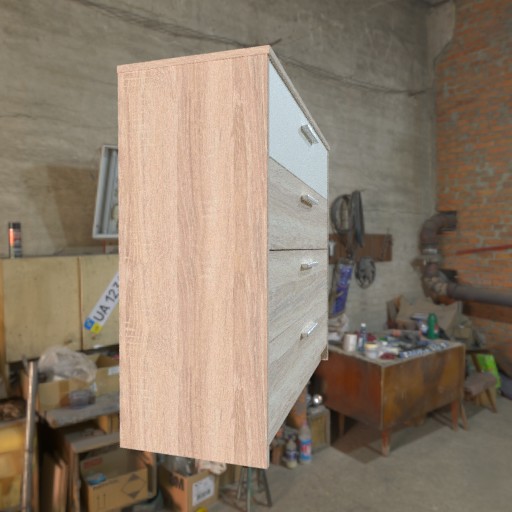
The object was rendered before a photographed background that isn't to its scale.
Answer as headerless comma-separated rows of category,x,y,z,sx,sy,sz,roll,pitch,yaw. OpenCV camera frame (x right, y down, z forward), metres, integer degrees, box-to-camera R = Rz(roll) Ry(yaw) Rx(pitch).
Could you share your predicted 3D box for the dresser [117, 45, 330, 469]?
dresser,0.000,0.000,1.452,0.380,0.900,0.980,0,1,17
